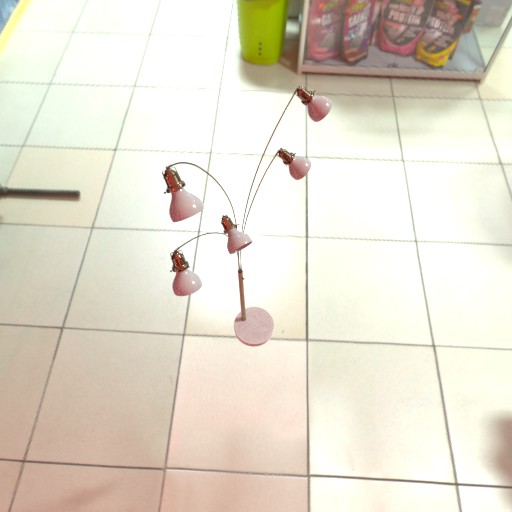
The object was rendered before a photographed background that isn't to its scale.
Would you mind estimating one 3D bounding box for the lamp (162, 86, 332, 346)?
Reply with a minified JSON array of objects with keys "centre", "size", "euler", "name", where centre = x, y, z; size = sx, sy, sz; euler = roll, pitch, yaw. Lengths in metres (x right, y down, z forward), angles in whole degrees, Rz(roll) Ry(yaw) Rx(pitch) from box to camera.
[{"centre":[0.000,0.000,2.988],"size":[0.361,2.423,1.405],"euler":[32,64,18],"name":"lamp"}]
